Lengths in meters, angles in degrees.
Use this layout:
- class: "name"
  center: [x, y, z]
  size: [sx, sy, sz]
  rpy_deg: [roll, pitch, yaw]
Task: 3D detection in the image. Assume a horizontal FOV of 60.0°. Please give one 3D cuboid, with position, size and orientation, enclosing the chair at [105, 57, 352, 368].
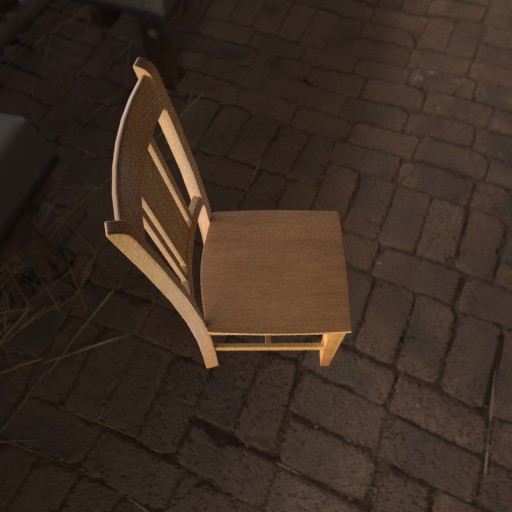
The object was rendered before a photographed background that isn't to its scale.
- class: "chair"
  center: [0.000, 0.000, 1.294]
  size: [0.556, 0.998, 0.450]
  rpy_deg: [0, 62, 0]
